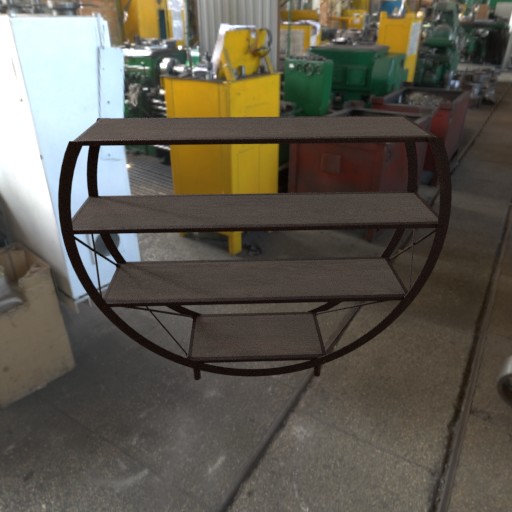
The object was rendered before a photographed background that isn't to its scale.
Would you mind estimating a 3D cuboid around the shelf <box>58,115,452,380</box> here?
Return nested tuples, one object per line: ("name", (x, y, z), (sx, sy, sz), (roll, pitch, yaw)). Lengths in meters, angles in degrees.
("shelf", (0.000, 0.000, 1.851), (1.403, 1.063, 0.344), (-1, 29, -2))
